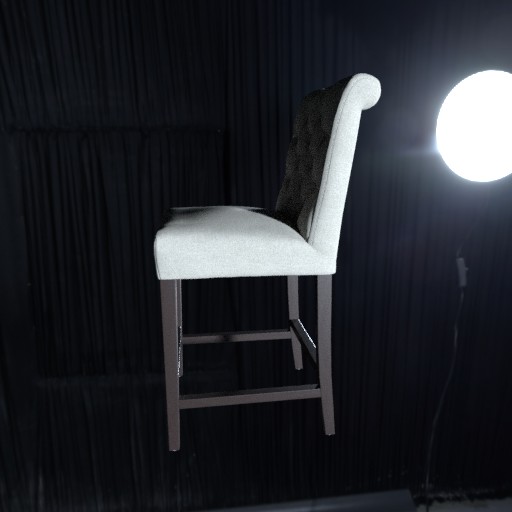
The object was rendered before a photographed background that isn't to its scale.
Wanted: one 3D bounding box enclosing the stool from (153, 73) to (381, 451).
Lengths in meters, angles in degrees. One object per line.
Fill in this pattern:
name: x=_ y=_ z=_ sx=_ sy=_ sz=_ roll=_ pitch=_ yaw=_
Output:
stool: x=0.000 y=0.000 z=1.413 sx=0.601 sy=1.040 sz=0.493 roll=-2 pitch=14 yaw=-8
